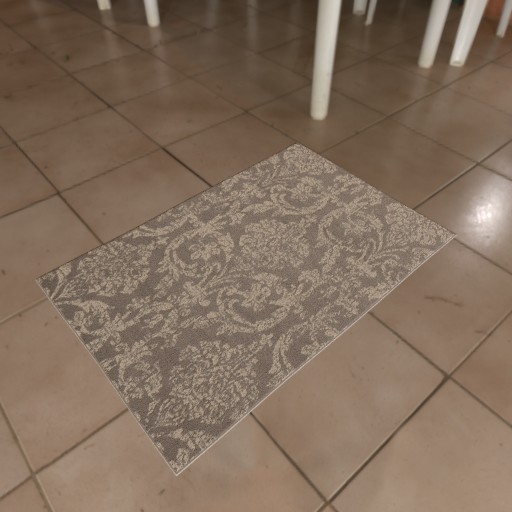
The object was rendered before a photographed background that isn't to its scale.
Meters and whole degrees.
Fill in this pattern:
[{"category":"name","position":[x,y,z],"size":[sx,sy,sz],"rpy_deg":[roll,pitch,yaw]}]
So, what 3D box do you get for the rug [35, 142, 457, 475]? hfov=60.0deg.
[{"category":"rug","position":[0.000,0.000,2.277],"size":[1.824,0.012,1.206],"rpy_deg":[-33,55,-27]}]
